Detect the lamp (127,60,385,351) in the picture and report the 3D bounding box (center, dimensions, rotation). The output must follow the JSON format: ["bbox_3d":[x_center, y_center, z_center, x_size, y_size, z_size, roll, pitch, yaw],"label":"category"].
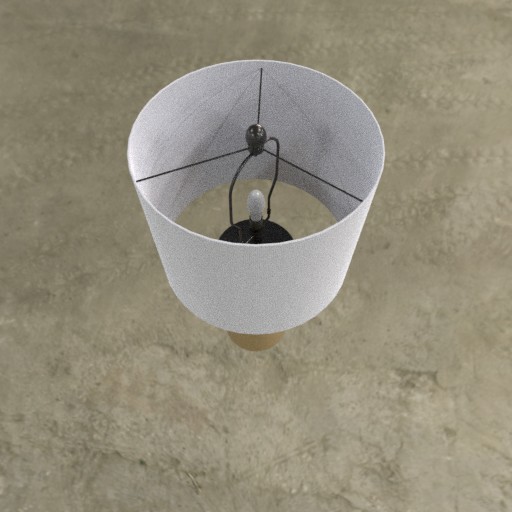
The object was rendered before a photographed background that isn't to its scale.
[{"bbox_3d":[0.000,0.000,0.756,0.304,0.573,0.304,32,64,18],"label":"lamp"}]
